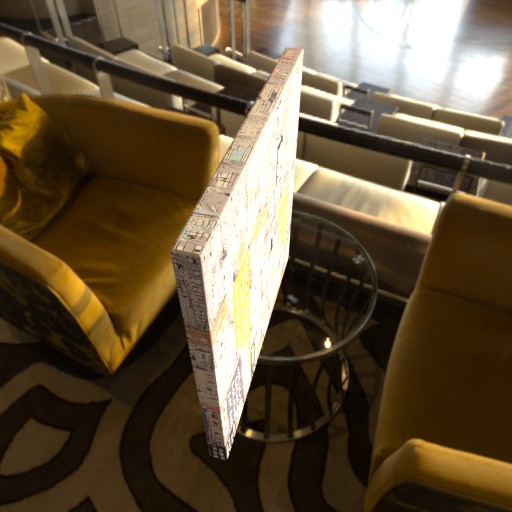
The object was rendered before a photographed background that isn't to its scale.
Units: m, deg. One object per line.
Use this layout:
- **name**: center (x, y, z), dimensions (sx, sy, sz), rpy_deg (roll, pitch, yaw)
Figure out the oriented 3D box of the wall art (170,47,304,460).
- **wall art**: center (0.000, 0.000, 0.909), dimensions (0.038, 0.608, 0.607), rpy_deg (11, 47, 10)
